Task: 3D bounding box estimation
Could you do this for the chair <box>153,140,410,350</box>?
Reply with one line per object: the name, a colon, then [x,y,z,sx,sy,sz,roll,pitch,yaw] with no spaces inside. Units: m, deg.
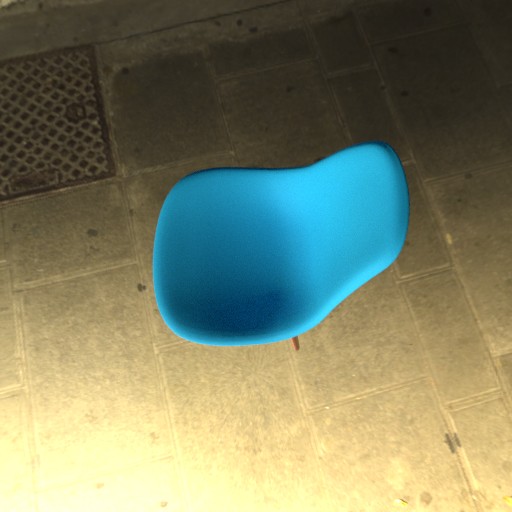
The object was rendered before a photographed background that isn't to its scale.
chair: [0.000,0.000,1.168,0.533,0.826,0.470,0,75,0]
